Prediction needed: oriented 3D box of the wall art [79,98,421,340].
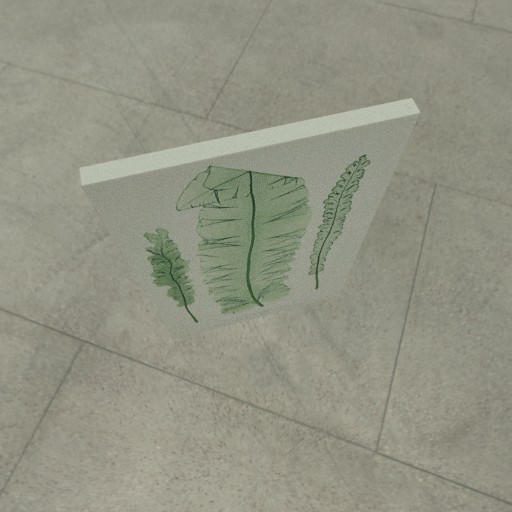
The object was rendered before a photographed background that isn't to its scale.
[{"bbox_3d":[0.000,0.000,1.187,0.610,0.914,0.038,-14,64,-7],"label":"wall art"}]
